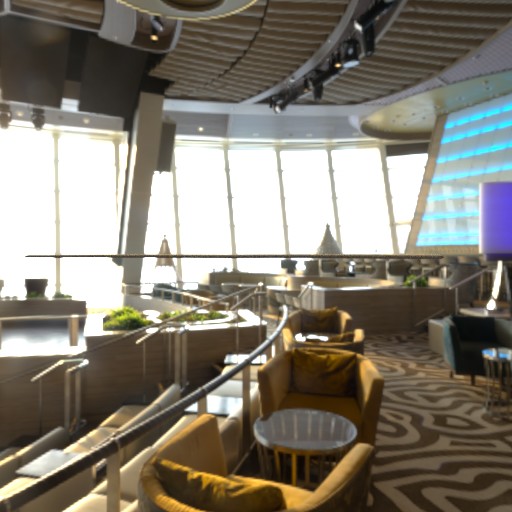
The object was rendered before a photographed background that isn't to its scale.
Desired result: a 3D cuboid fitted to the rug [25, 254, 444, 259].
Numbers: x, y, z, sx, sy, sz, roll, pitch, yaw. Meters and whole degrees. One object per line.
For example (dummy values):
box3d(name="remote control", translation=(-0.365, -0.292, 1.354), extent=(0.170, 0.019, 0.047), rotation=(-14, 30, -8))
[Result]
box3d(name="rug", translation=(0.000, 0.000, 4.191), extent=(3.066, 0.030, 2.462), rotation=(0, 0, 18))
